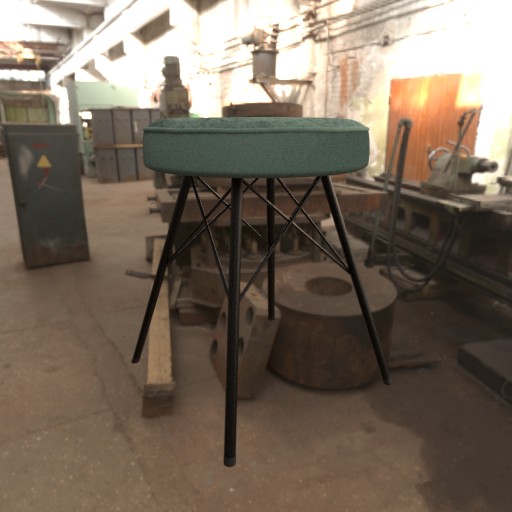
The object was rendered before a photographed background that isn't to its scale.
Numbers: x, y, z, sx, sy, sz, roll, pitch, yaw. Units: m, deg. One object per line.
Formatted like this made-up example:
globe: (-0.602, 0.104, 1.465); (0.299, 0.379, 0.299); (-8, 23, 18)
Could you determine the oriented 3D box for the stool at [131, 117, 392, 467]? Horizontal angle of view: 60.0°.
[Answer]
stool: (0.000, 0.000, 0.878); (0.457, 0.519, 0.458); (-8, 18, -26)
